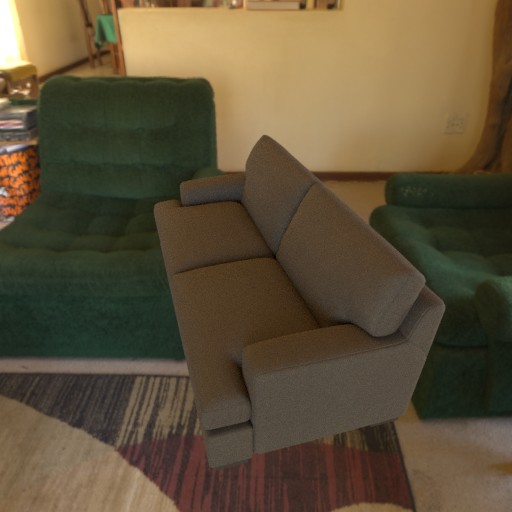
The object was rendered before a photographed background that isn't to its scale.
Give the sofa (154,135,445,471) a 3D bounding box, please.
[{"bbox_3d":[0.000,0.000,2.874,1.140,0.950,2.271,-9,33,-14],"label":"sofa"}]
